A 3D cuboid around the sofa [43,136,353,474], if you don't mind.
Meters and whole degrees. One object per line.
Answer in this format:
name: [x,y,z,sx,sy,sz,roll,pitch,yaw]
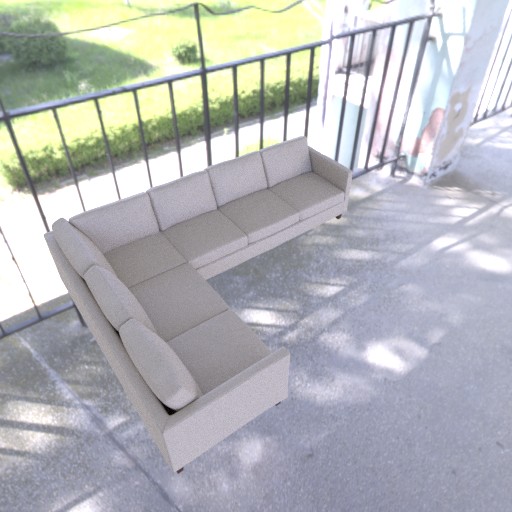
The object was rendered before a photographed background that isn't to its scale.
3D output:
sofa: [0.000,0.000,4.262,3.182,0.863,2.432,-26,47,-27]
